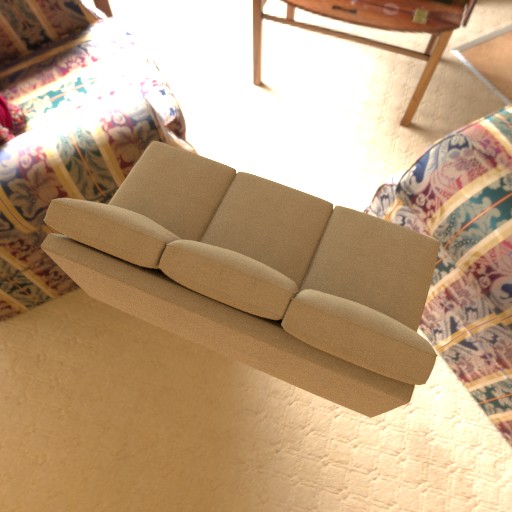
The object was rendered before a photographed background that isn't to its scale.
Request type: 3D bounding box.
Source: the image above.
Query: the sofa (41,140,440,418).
[{"bbox_3d":[0.000,0.000,2.737,2.092,1.036,1.127,21,66,10],"label":"sofa"}]
